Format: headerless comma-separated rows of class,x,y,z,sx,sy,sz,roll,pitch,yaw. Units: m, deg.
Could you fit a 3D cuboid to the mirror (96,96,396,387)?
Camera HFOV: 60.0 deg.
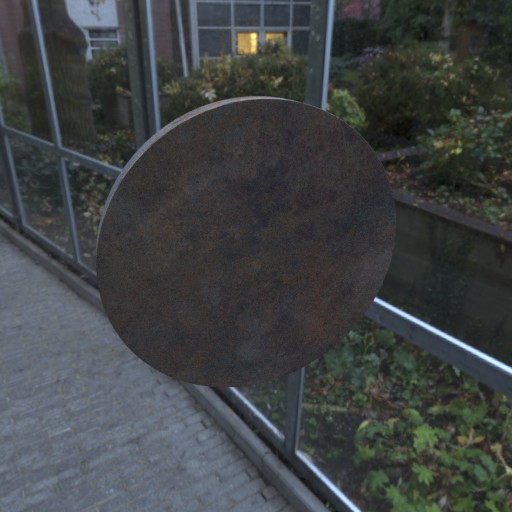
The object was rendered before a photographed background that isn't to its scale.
mirror,0.000,0.000,0.862,0.585,0.585,0.061,-8,27,-16
